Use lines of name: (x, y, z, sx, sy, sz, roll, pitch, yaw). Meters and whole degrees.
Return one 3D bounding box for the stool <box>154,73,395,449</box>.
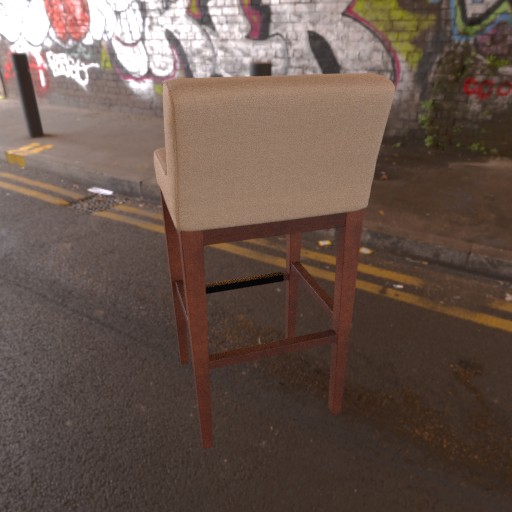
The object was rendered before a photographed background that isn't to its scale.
stool: (0.000, 0.000, 1.331, 0.511, 1.037, 0.500, -8, 28, -16)
